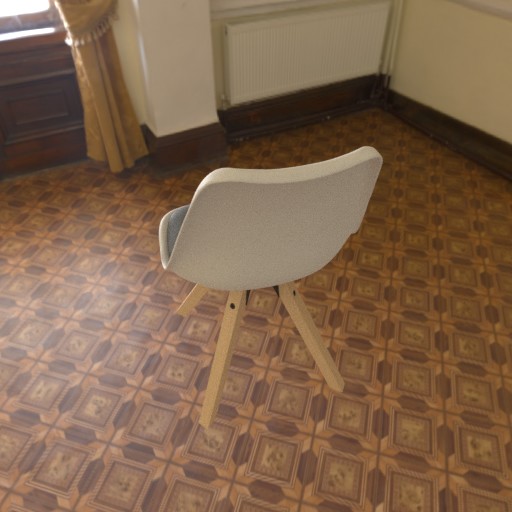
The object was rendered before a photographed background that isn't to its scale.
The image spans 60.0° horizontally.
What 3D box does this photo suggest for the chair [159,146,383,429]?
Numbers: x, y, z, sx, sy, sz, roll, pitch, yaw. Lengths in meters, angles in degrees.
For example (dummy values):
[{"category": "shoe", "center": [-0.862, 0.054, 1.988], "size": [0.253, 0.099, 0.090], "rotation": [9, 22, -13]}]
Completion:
[{"category": "chair", "center": [0.000, 0.000, 1.172], "size": [0.485, 0.850, 0.550], "rotation": [-11, 43, -12]}]
